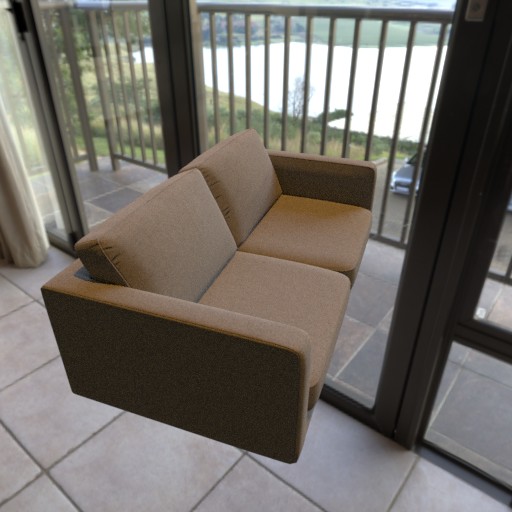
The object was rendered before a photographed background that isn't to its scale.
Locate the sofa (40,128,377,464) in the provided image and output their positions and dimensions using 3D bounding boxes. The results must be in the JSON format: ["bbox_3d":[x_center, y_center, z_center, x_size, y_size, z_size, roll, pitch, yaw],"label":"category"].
[{"bbox_3d":[0.000,0.000,2.243,1.000,0.900,1.731,11,33,17],"label":"sofa"}]
